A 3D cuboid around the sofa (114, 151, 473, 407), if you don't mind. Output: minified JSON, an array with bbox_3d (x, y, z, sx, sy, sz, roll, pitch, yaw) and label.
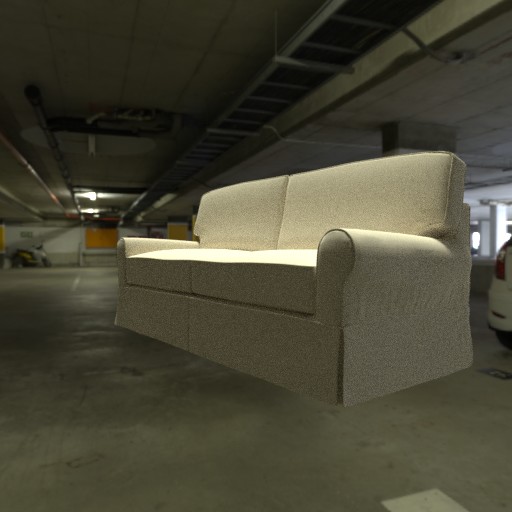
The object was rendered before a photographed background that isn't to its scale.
[{"bbox_3d":[0.000,0.000,2.398,0.862,0.937,2.021,-1,1,-38],"label":"sofa"}]
